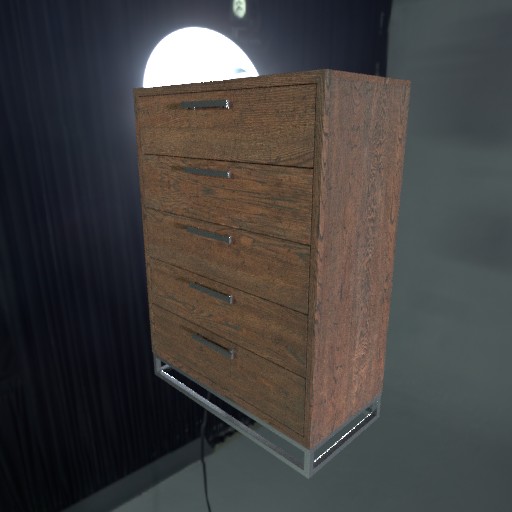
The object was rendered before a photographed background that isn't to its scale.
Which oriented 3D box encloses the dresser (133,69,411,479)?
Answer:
[{"bbox_3d":[0.000,0.000,1.827,0.965,1.321,0.508,16,23,42],"label":"dresser"}]
